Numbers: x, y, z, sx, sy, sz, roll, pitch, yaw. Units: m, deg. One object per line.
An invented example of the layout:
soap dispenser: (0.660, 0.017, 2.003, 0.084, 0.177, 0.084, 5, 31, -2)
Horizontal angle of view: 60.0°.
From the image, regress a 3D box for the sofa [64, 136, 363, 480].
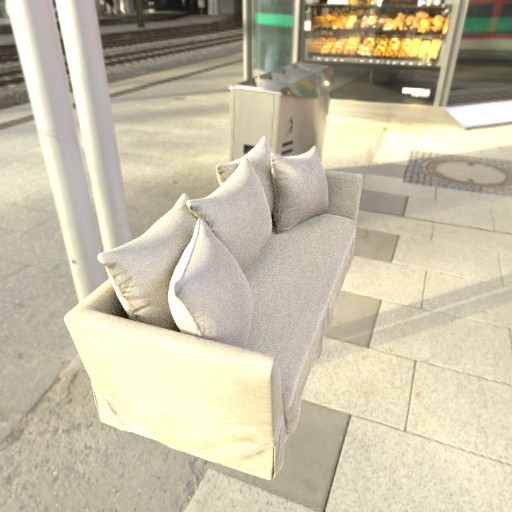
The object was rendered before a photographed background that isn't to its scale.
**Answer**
sofa: (0.000, 0.000, 2.826, 1.031, 1.034, 2.290, 10, 32, 17)
